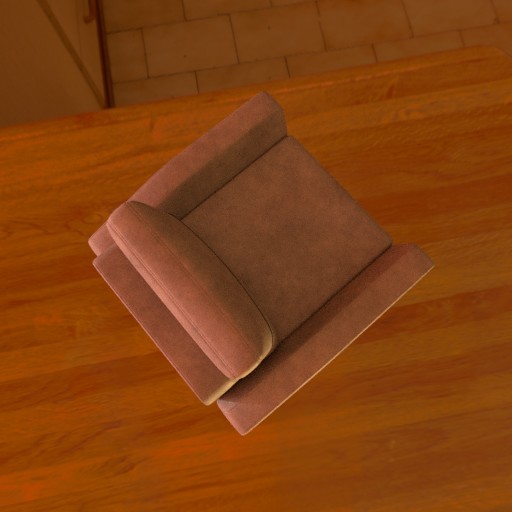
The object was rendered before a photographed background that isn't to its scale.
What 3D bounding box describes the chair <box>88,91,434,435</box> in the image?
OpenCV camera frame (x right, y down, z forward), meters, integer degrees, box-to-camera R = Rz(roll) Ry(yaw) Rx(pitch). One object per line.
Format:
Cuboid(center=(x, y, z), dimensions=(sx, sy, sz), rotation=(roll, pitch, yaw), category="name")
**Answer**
Cuboid(center=(0.000, 0.000, 1.641), dimensions=(0.900, 0.800, 0.900), rotation=(-40, 80, -9), category="chair")
